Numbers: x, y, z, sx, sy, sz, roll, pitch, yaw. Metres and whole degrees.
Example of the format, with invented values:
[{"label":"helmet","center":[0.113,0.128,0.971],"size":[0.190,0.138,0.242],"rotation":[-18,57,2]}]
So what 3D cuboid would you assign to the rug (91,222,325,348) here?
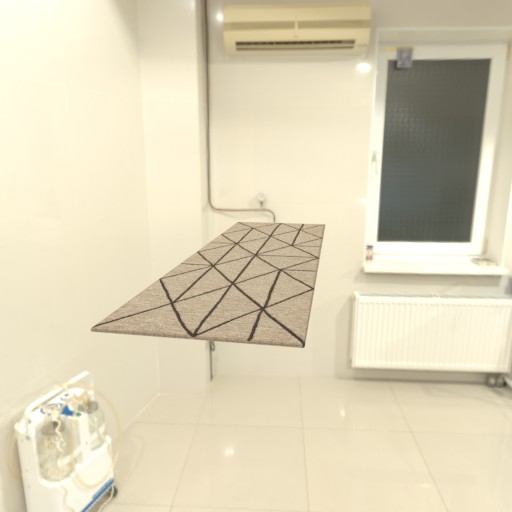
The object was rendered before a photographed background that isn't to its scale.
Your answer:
[{"label":"rug","center":[0.000,0.000,2.677],"size":[0.762,0.012,2.438],"rotation":[2,14,10]}]
